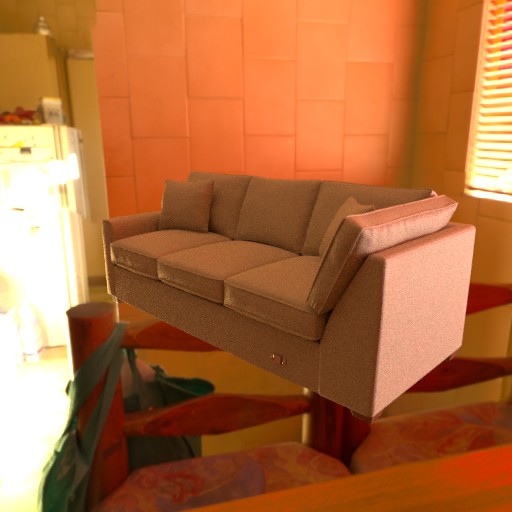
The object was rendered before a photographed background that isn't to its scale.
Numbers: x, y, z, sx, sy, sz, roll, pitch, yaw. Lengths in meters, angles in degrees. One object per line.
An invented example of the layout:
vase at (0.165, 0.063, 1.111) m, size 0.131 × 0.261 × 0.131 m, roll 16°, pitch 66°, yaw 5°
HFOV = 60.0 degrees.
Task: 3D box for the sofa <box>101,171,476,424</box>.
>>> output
sofa at (0.000, 0.000, 2.870) m, size 2.317 × 0.962 × 1.061 m, roll 14°, pitch 20°, yaw 43°
